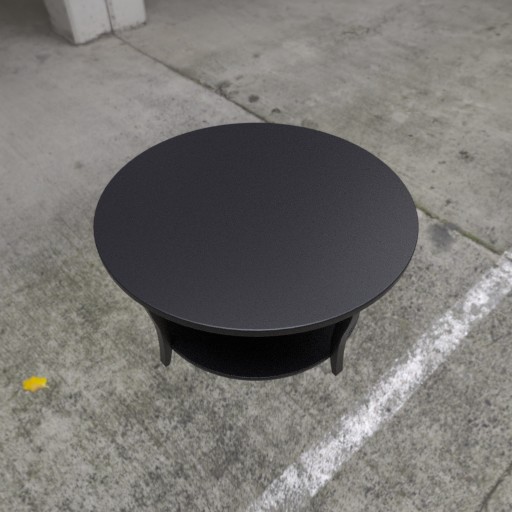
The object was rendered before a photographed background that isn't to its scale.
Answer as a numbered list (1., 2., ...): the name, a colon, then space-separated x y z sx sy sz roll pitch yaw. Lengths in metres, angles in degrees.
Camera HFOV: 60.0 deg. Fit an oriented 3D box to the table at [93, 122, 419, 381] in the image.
1. table: 0.000 0.000 1.446 0.914 0.457 0.914 0 45 0
